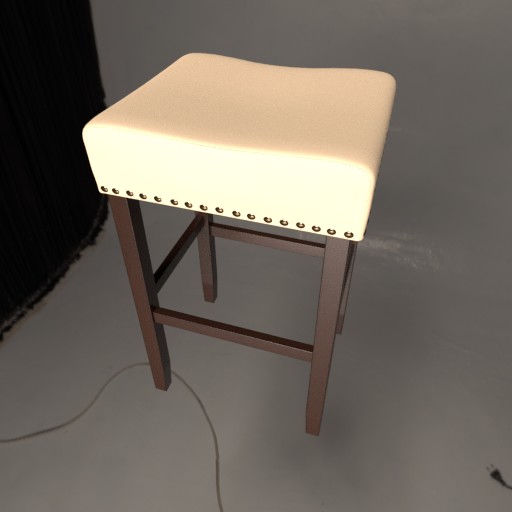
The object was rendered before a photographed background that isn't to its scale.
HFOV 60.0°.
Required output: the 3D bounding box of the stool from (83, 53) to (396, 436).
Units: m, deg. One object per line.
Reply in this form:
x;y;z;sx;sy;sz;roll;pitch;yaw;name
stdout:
0.000;0.000;1.030;0.471;0.762;0.401;12;42;13;stool
